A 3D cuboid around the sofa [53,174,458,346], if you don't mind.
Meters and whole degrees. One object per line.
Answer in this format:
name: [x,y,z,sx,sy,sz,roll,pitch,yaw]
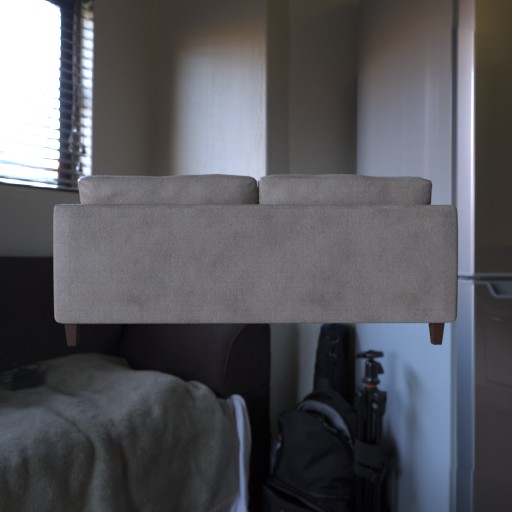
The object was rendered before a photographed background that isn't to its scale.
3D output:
sofa: [0.000,0.000,2.846,2.208,0.965,0.951,0,1,-1]
